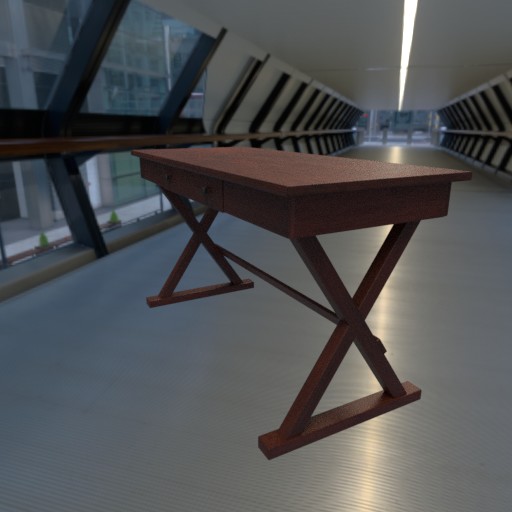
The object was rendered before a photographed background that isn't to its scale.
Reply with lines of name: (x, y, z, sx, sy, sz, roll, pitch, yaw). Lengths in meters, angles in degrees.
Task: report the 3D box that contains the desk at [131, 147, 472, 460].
desk: (0.000, 0.000, 1.757, 0.600, 0.761, 1.372, -9, 19, -27)
